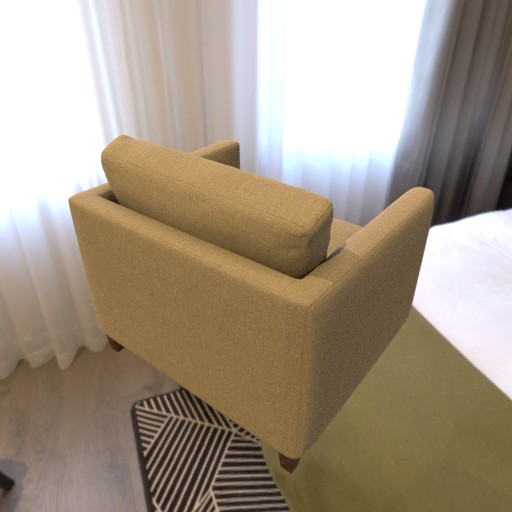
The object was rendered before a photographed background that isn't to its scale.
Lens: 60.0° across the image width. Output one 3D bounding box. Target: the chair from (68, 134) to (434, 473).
[{"bbox_3d":[0.000,0.000,1.824,1.107,0.963,0.959,22,38,32],"label":"chair"}]
